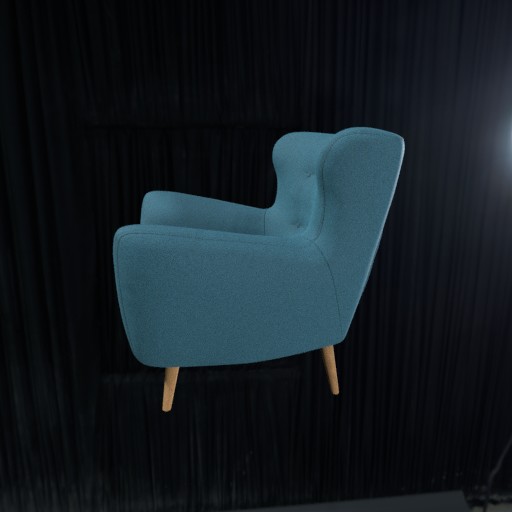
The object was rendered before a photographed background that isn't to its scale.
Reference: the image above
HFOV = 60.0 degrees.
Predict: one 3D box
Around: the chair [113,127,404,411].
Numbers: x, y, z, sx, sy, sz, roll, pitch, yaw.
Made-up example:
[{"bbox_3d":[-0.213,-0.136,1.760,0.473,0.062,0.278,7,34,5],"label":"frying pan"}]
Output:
[{"bbox_3d":[0.000,0.000,1.625,0.889,0.889,0.890,-2,15,-8],"label":"chair"}]
